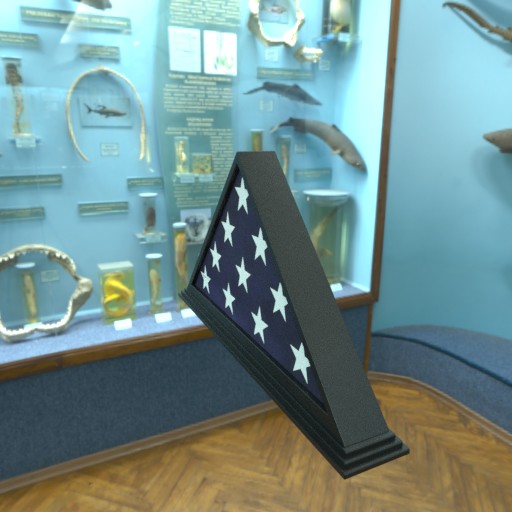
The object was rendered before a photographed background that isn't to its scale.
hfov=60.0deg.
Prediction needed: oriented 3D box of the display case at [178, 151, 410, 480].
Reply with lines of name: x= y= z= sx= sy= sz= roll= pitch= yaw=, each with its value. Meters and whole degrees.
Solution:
display case: x=0.000 y=0.000 z=0.738 sx=0.095 sy=0.340 sz=0.640 roll=-7 pitch=17 yaw=-25
